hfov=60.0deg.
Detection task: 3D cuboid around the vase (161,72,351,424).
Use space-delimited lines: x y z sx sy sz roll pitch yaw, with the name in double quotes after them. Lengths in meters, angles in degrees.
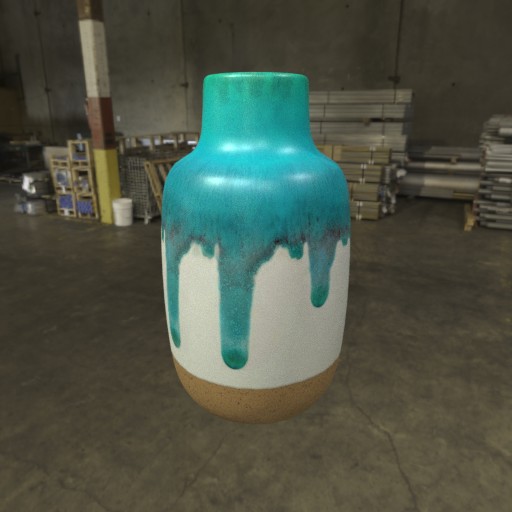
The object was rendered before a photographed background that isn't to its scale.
0.000 0.000 0.254 0.106 0.192 0.106 0 18 0 "vase"
